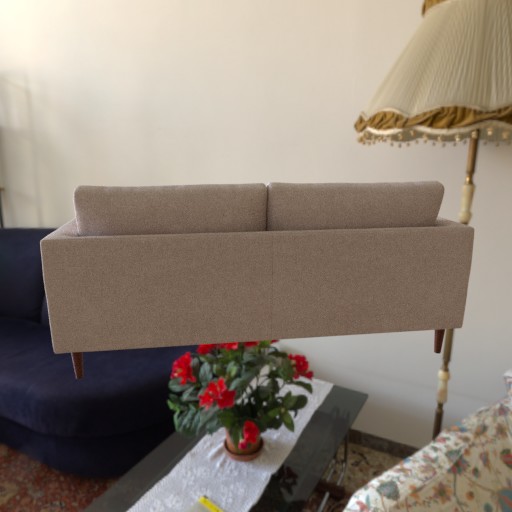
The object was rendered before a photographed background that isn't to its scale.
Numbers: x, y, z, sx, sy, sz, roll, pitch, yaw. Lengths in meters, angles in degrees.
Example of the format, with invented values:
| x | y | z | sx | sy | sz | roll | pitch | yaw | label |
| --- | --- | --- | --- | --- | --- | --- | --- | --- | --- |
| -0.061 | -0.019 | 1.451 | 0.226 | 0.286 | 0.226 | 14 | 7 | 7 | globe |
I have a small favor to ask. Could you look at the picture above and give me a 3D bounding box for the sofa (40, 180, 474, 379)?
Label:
| x | y | z | sx | sy | sz | roll | pitch | yaw | label |
| --- | --- | --- | --- | --- | --- | --- | --- | --- | --- |
| 0.000 | 0.000 | 2.466 | 1.948 | 0.868 | 1.020 | -2 | 15 | -8 | sofa |
